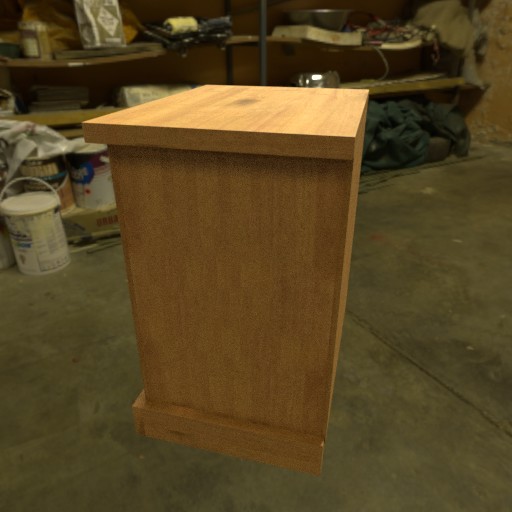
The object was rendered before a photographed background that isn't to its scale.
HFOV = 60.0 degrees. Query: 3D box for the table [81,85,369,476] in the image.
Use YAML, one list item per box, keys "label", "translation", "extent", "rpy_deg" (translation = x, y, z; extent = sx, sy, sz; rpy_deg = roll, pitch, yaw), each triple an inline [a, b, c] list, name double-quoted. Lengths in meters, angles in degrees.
- label: "table"
  translation: [0.000, 0.000, 1.230]
  extent: [0.500, 0.813, 0.660]
  rpy_deg: [7, 28, 13]
